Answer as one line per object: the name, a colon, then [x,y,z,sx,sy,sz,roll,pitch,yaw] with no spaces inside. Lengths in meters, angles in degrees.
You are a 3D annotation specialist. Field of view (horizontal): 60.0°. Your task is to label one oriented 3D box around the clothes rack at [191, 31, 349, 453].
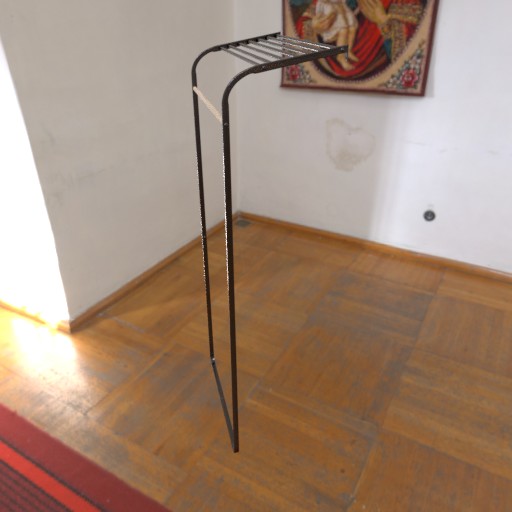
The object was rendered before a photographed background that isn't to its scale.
clothes rack: [0.000,0.000,1.778,0.349,1.574,0.609,-8,31,-13]
